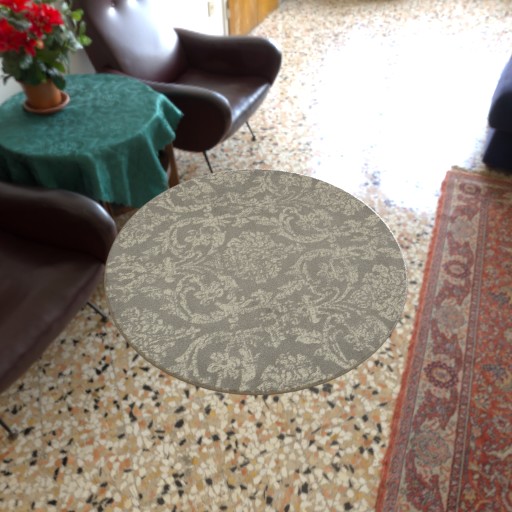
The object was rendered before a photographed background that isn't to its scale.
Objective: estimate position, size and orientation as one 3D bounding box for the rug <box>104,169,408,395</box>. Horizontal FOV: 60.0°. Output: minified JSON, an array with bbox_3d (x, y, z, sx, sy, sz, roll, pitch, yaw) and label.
[{"bbox_3d":[0.000,0.000,2.387,1.593,0.012,1.593,0,46,0],"label":"rug"}]
